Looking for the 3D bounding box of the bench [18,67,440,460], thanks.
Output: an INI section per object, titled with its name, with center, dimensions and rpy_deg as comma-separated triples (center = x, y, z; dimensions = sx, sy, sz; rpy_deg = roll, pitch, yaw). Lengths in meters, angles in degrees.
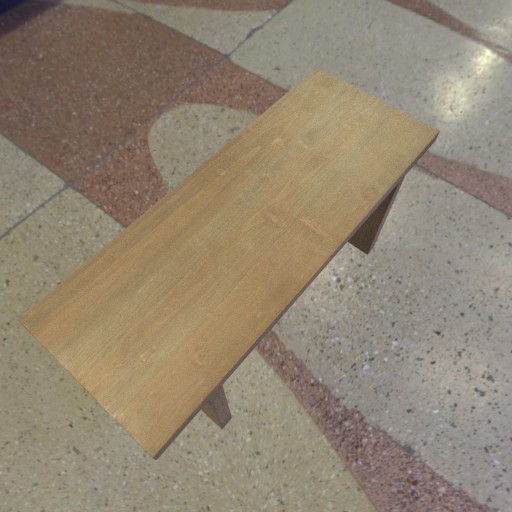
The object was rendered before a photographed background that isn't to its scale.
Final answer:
[bench]
center = 0.000, 0.000, 1.384
dimensions = 0.458, 0.458, 1.183
rpy_deg = 36, 66, 19
